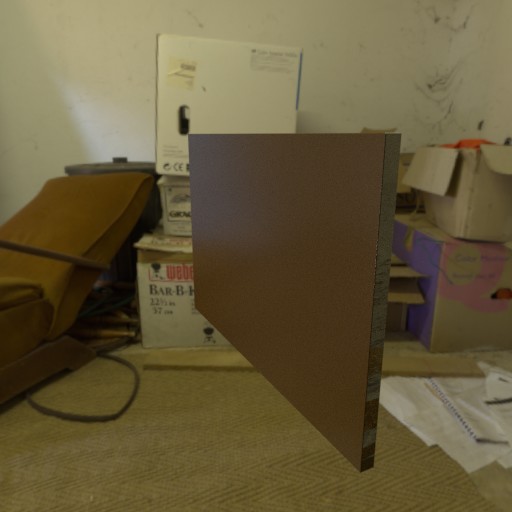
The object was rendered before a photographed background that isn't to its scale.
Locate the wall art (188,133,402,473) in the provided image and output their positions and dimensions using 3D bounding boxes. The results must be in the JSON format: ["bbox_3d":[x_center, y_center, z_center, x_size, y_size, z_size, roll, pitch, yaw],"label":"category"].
[{"bbox_3d":[0.000,0.000,1.430,0.041,0.762,1.145,-8,17,-26],"label":"wall art"}]
